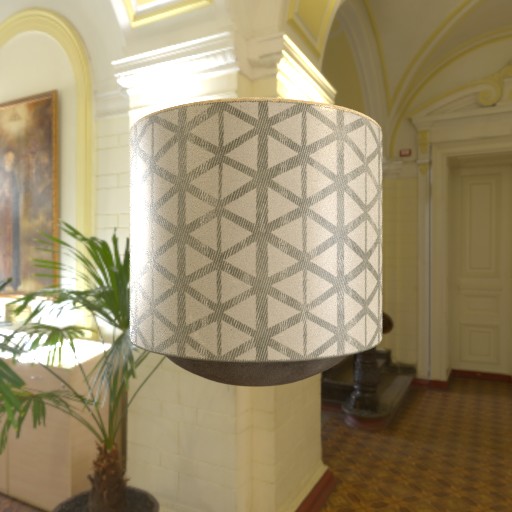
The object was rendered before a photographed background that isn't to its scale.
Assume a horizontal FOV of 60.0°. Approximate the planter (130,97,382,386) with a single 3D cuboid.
[{"bbox_3d":[0.000,0.000,0.457,0.250,0.239,0.250,0,0,0],"label":"planter"}]
